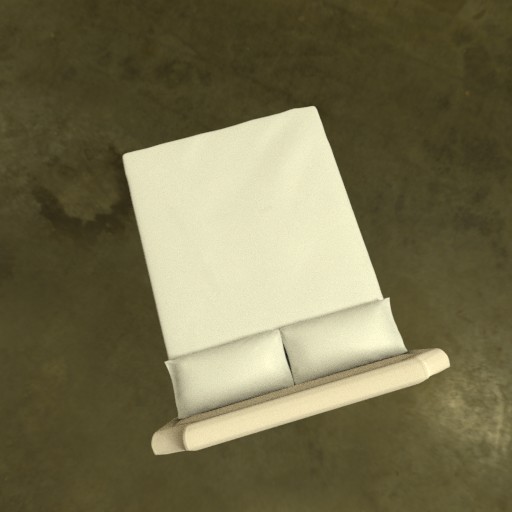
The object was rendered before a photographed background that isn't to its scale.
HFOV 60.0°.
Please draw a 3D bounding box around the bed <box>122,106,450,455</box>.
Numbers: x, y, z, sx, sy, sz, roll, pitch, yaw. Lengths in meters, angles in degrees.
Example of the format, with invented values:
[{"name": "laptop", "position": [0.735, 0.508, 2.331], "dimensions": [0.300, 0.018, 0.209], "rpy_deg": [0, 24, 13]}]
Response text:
[{"name": "bed", "position": [0.000, 0.000, 3.238], "dimensions": [1.828, 1.297, 2.164], "rpy_deg": [-15, 77, -4]}]
